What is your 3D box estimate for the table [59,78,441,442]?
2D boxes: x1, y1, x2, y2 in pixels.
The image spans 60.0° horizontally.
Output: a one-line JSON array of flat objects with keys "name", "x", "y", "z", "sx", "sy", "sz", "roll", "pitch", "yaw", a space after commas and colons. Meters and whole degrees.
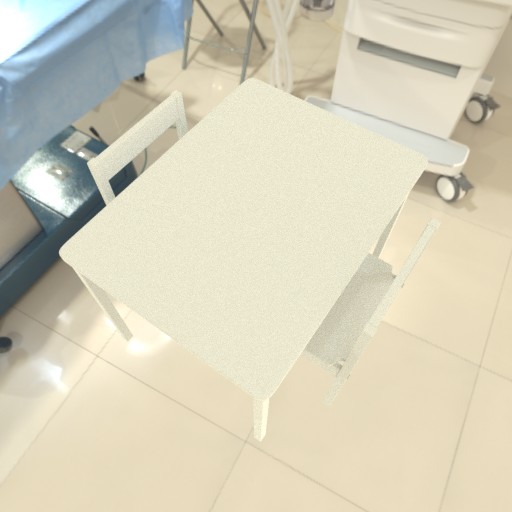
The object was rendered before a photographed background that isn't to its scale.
[{"name": "table", "x": 0.000, "y": 0.000, "z": 1.104, "sx": 0.672, "sy": 0.503, "sz": 0.650, "roll": 31, "pitch": 64, "yaw": 17}]
